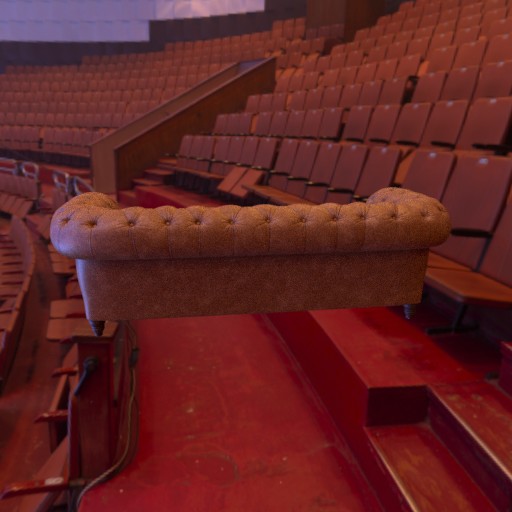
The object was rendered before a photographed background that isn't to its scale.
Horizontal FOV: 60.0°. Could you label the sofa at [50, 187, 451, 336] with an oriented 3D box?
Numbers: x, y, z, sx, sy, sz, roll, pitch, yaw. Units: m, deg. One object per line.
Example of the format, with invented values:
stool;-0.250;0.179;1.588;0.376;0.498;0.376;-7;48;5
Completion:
sofa;0.000;0.000;2.764;2.365;0.760;0.989;-2;15;-8
